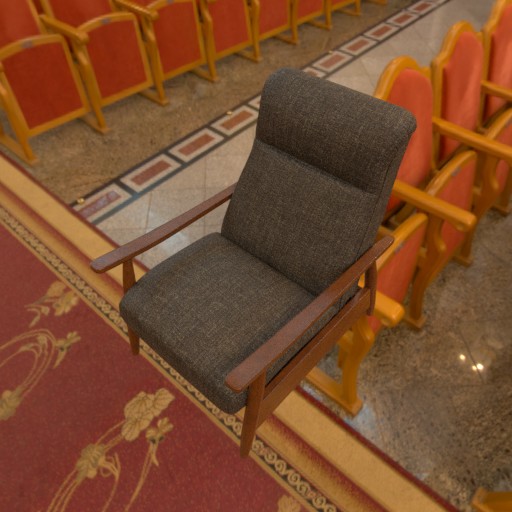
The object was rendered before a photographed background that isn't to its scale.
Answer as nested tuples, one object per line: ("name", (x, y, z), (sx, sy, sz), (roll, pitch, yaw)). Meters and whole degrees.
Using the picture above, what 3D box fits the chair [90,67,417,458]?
("chair", (0.000, 0.000, 1.782), (0.762, 1.082, 1.014), (33, 54, 28))
